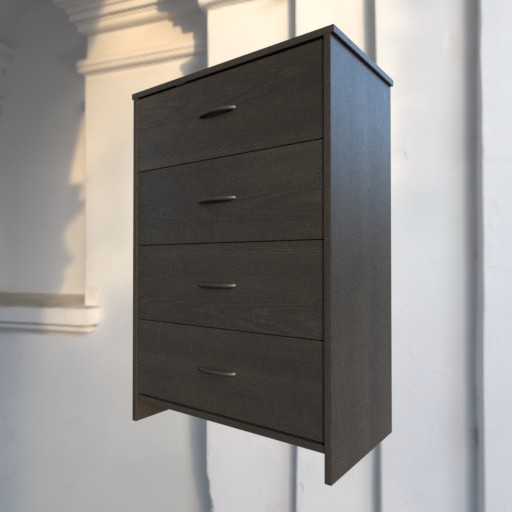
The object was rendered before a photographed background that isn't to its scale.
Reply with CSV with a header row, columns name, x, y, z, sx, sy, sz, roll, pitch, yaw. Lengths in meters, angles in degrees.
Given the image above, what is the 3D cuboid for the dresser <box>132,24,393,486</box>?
name,x,y,z,sx,sy,sz,roll,pitch,yaw
dresser,0.000,0.000,1.330,0.700,1.020,0.398,-1,-1,36
